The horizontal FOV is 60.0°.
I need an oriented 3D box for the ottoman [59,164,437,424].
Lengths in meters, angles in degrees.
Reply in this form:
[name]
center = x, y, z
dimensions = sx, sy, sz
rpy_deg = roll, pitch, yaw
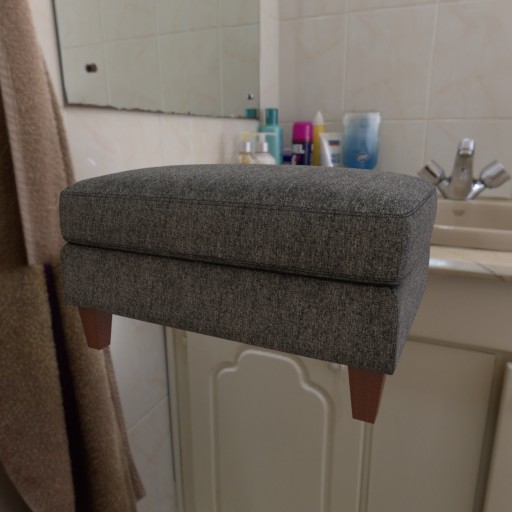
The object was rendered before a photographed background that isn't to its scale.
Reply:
[ottoman]
center = 0.000, 0.000, 1.202
dimensions = 0.864, 0.483, 0.584
rpy_deg = 7, 16, 25
